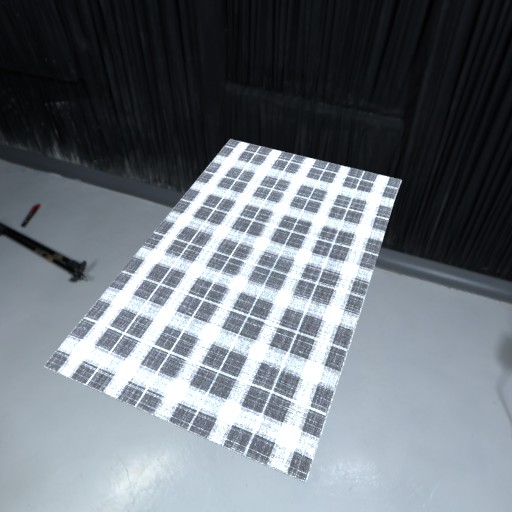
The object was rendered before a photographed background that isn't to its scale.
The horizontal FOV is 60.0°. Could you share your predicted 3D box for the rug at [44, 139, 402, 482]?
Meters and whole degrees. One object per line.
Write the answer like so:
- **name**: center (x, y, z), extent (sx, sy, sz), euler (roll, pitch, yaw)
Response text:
- **rug**: center (0.000, 0.000, 2.988), extent (1.520, 0.015, 2.434), euler (17, 50, 15)
